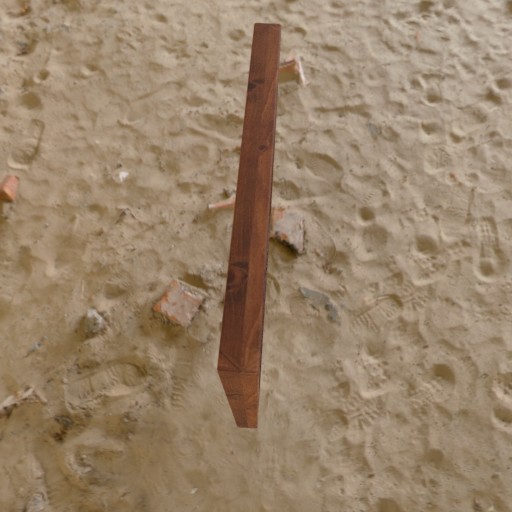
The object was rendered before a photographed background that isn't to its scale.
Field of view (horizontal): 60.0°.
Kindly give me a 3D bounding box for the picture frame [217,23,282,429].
[{"bbox_3d":[0.000,0.000,0.530,0.028,0.356,0.352,4,63,2],"label":"picture frame"}]
